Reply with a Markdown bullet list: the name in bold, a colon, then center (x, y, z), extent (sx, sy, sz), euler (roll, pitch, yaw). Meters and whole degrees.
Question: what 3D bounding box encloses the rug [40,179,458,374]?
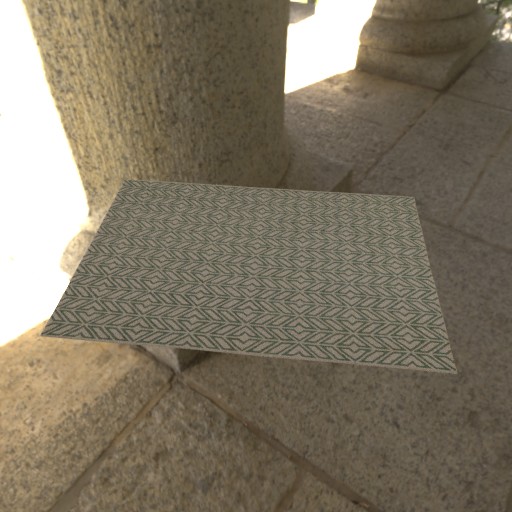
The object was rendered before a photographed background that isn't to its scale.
- **rug**: center (0.000, 0.000, 2.357), extent (1.828, 0.007, 1.220), euler (4, 45, 4)
